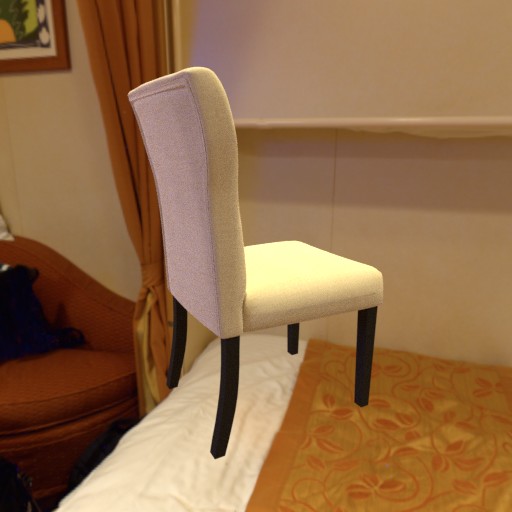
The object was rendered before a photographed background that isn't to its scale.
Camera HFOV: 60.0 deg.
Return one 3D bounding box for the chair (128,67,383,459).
[{"bbox_3d":[0.000,0.000,1.285,0.597,0.921,0.509,-8,17,-27],"label":"chair"}]
